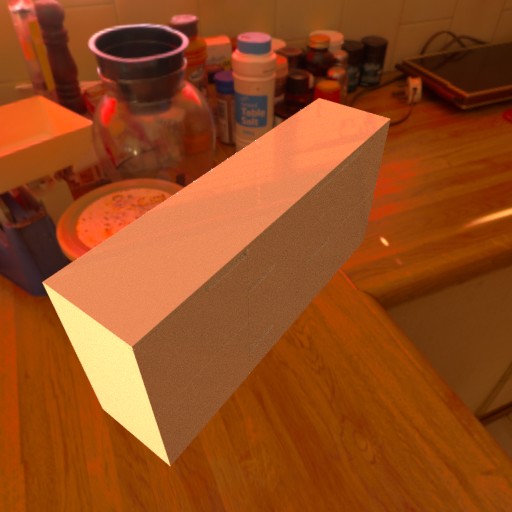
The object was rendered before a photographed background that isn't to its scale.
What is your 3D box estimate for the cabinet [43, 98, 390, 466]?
[{"bbox_3d":[0.000,0.000,2.023,0.400,0.800,1.650,27,49,26],"label":"cabinet"}]
